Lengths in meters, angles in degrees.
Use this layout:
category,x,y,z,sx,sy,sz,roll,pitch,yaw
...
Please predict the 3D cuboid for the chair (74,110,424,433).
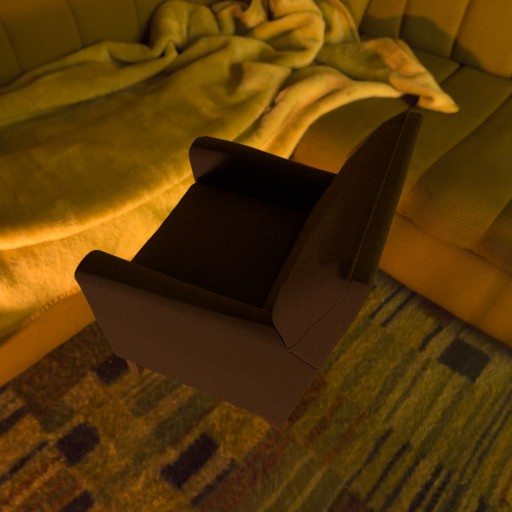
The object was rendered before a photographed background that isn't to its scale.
category,x,y,z,sx,sy,sz,roll,pitch,yaw
chair,0.000,0.000,1.572,0.831,0.911,0.836,17,49,15
